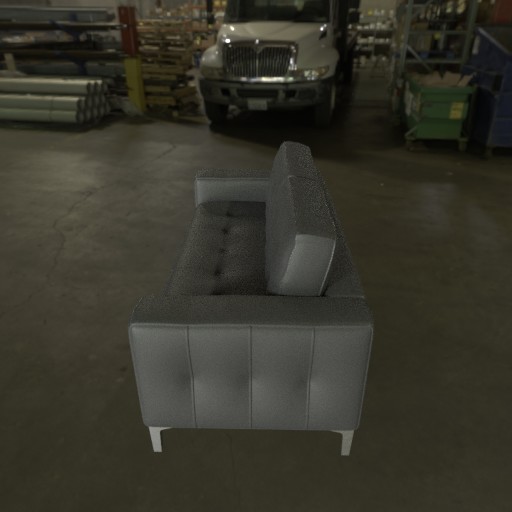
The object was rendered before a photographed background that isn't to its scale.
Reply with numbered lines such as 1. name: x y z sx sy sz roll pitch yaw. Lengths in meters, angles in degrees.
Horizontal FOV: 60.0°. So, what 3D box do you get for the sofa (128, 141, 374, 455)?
1. sofa: 0.000 0.000 2.266 0.833 0.893 1.726 1 28 1
